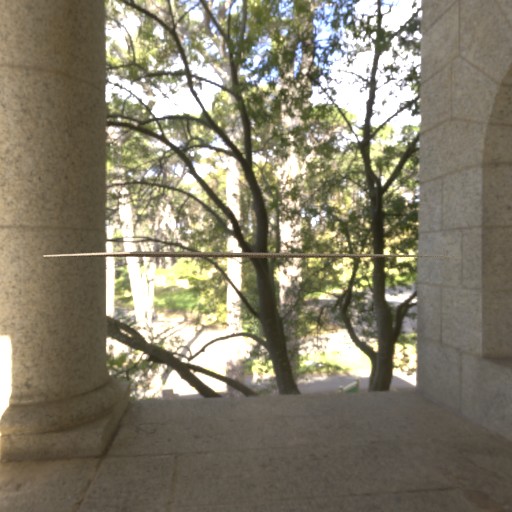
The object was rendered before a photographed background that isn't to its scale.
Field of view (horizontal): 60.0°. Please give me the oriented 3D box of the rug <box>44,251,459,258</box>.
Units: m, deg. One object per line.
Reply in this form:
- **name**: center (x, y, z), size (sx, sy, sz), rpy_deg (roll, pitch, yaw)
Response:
- **rug**: center (0.000, 0.000, 2.341), size (1.828, 0.007, 1.220), rpy_deg (0, -1, -37)
